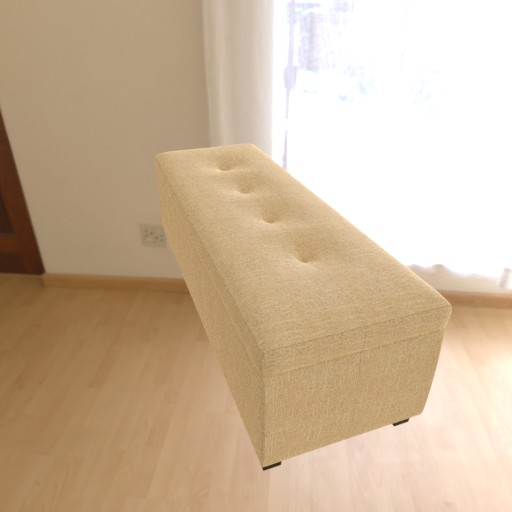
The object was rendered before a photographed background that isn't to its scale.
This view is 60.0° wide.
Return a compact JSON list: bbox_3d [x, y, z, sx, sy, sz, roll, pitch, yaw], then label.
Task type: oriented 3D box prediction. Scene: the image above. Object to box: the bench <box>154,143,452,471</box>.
[{"bbox_3d":[0.000,0.000,1.421,0.432,0.406,1.219,-10,32,-17],"label":"bench"}]
